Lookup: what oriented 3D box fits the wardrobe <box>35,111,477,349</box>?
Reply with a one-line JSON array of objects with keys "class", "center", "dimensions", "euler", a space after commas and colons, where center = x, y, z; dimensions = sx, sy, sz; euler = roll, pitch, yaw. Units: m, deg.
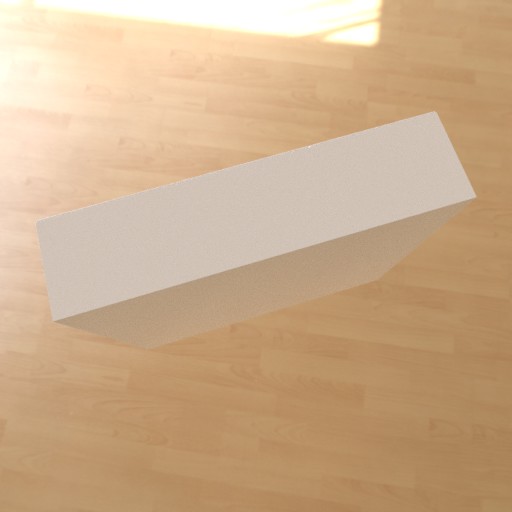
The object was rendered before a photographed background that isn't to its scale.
[{"class": "wardrobe", "center": [0.000, 0.000, 1.962], "dimensions": [1.340, 1.200, 0.360], "euler": [-16, 75, -5]}]
